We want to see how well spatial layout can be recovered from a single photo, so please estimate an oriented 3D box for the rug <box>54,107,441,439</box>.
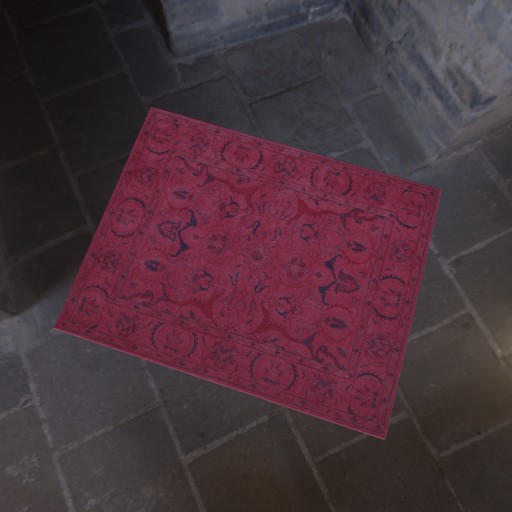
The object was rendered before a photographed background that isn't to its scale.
[{"bbox_3d":[0.000,0.000,3.993,2.929,0.012,2.300,17,75,5],"label":"rug"}]
